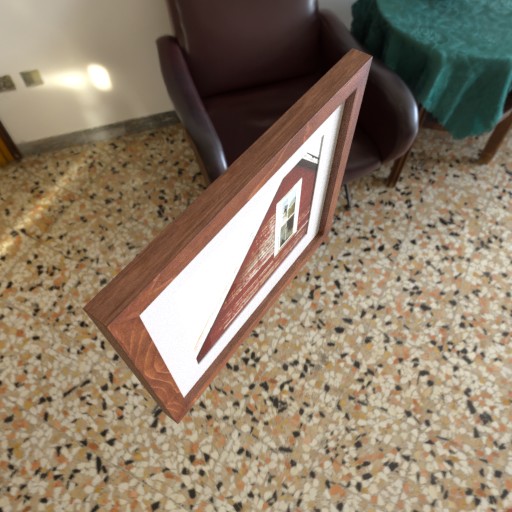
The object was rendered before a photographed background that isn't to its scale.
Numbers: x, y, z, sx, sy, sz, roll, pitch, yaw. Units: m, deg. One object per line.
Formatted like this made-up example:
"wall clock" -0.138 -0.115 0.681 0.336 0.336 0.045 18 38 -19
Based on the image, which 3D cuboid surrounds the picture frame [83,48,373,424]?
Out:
"picture frame" 0.000 0.000 0.532 0.025 0.330 0.381 32 64 18
